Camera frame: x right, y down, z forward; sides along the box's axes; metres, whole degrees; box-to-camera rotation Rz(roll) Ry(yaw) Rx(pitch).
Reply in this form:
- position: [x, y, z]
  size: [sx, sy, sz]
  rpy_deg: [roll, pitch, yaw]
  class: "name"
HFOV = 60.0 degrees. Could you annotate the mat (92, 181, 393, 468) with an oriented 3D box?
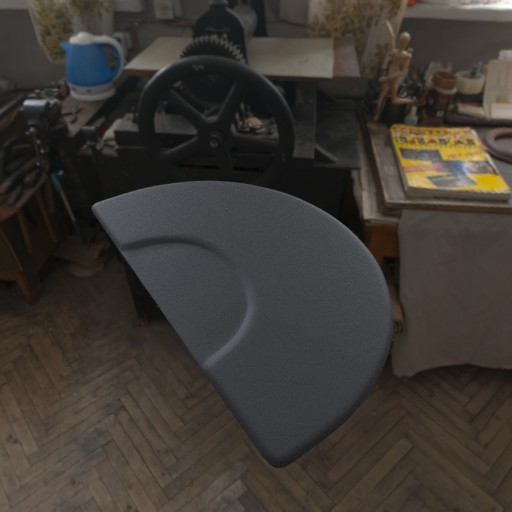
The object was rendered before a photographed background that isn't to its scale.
- position: [0.000, 0.000, 1.854]
  size: [0.917, 0.022, 1.525]
  rpy_deg: [-24, 47, -25]
  class: "mat"
